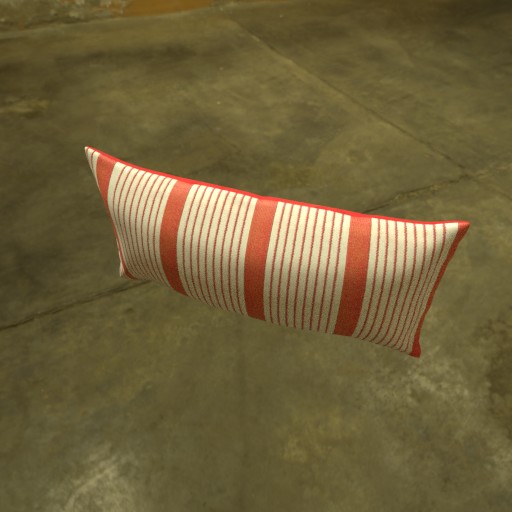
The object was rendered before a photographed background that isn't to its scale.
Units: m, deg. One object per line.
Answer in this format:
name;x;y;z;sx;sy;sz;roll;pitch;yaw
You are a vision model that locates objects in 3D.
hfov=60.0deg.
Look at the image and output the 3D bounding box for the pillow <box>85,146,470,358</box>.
pillow;0.000;0.000;0.755;0.608;0.297;0.151;13;43;15
